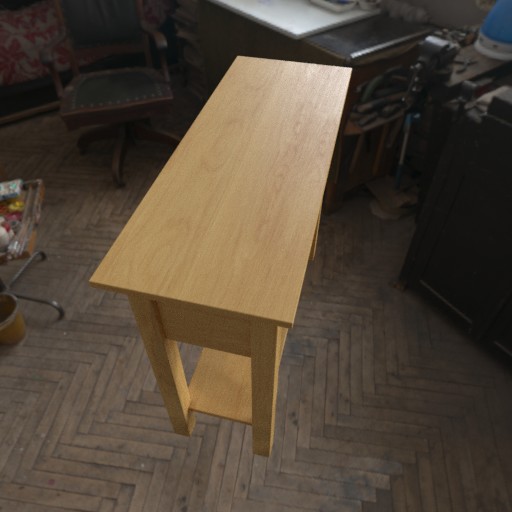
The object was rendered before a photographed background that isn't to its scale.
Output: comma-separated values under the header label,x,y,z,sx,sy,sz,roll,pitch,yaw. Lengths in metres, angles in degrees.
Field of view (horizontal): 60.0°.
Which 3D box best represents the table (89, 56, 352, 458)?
label,x,y,z,sx,sy,sz,roll,pitch,yaw
table,0.000,0.000,1.259,0.340,0.728,0.900,10,48,10
